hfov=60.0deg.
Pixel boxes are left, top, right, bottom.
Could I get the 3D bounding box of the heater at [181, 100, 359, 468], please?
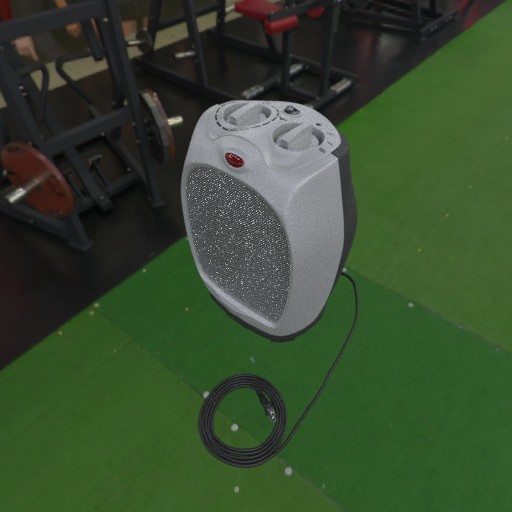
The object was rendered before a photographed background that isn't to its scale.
[{"bbox_3d":[0.000,0.000,0.461,0.239,0.255,0.291,32,54,28],"label":"heater"}]
